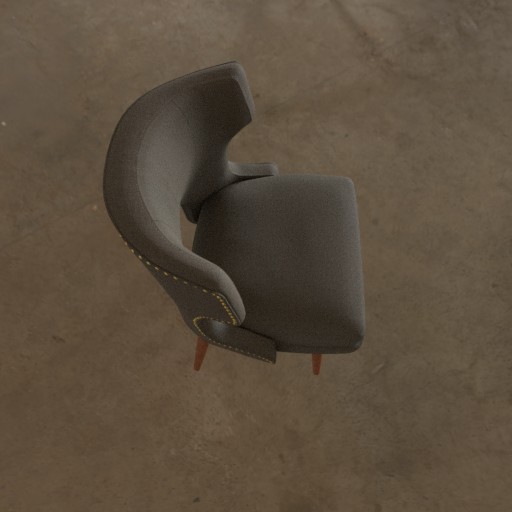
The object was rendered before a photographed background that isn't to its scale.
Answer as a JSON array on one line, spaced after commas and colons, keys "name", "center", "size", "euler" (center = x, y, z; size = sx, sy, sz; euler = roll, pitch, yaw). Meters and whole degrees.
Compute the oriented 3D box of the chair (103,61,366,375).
[{"name": "chair", "center": [0.000, 0.000, 1.231], "size": [0.581, 0.863, 0.595], "euler": [2, 64, 1]}]
